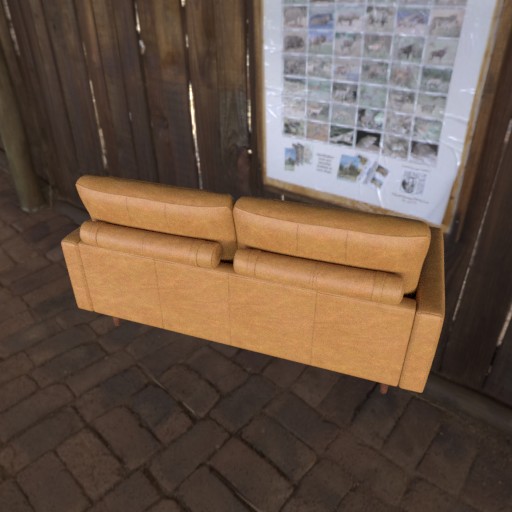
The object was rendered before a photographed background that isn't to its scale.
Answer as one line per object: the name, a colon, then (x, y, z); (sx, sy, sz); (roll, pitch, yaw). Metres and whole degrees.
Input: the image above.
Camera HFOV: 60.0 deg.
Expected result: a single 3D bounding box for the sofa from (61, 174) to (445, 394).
sofa: (0.000, 0.000, 2.315); (1.821, 0.898, 0.850); (10, 33, 16)
